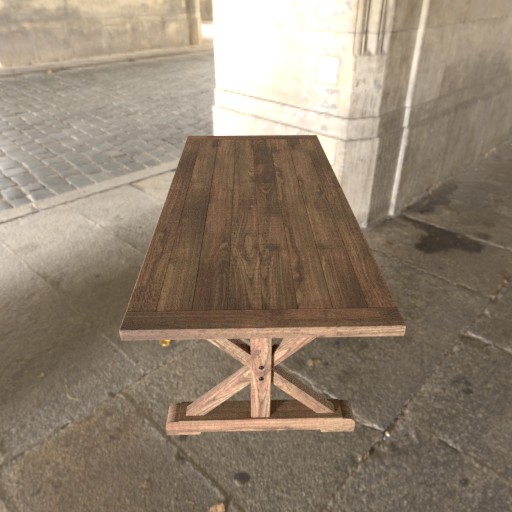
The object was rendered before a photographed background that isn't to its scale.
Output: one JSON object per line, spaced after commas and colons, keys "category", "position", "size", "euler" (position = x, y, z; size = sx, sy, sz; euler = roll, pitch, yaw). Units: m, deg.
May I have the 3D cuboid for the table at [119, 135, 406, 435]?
{"category": "table", "position": [0.000, 0.000, 2.451], "size": [0.907, 0.733, 2.031], "euler": [-1, 32, -1]}
